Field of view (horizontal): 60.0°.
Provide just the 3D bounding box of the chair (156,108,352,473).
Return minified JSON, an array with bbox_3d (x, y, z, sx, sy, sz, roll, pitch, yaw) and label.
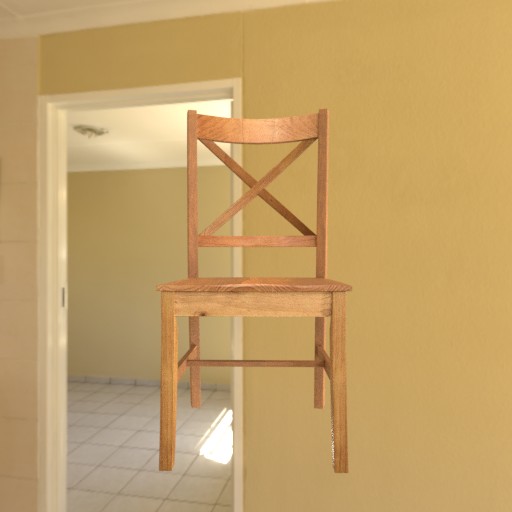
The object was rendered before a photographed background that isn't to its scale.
[{"bbox_3d":[0.000,0.000,1.268,0.485,0.983,0.542,0,0,1],"label":"chair"}]
